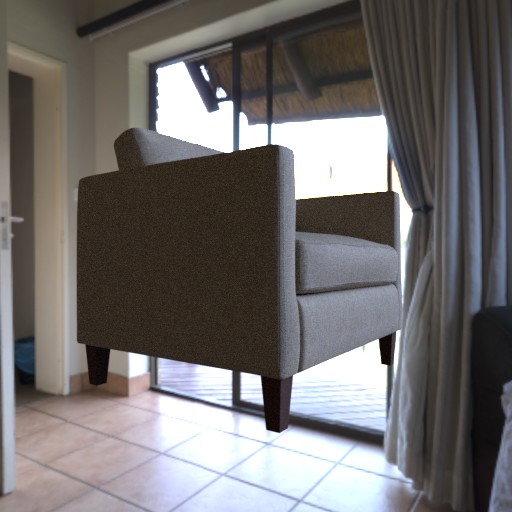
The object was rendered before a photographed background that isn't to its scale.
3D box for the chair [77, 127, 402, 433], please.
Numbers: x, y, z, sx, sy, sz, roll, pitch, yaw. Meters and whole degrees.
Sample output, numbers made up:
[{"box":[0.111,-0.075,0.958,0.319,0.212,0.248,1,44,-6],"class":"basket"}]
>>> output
[{"box":[0.000,0.000,1.867,0.959,0.987,1.107,0,-1,35],"class":"chair"}]
